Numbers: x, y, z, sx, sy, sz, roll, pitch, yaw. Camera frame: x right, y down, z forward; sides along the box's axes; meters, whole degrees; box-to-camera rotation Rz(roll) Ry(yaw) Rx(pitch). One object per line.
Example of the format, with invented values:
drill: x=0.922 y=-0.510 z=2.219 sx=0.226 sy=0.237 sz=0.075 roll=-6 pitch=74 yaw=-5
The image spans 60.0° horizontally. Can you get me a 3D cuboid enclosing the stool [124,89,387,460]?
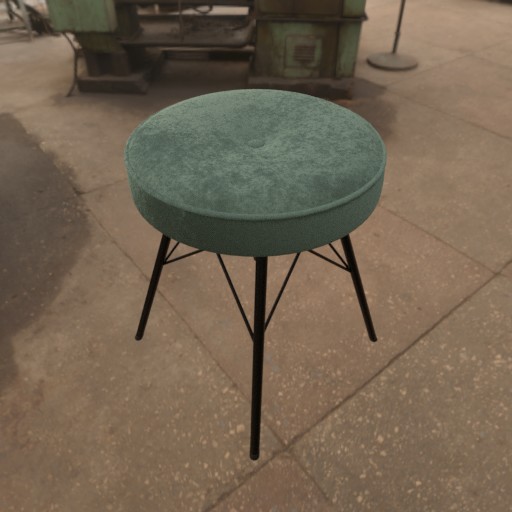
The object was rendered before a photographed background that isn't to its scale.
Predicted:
stool: x=0.000 y=0.000 z=0.860 sx=0.458 sy=0.519 sz=0.457 roll=-26 pitch=48 yaw=-26
